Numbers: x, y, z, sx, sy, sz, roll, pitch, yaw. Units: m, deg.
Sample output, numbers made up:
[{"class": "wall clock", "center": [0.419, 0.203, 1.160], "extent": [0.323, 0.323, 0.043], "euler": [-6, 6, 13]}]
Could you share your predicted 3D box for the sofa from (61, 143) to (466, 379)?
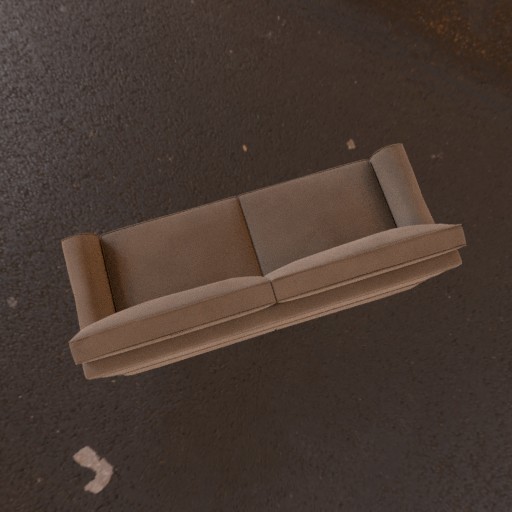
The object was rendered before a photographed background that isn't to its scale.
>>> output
[{"class": "sofa", "center": [0.000, 0.000, 2.751], "extent": [2.246, 1.014, 0.900], "euler": [-17, 77, -4]}]
